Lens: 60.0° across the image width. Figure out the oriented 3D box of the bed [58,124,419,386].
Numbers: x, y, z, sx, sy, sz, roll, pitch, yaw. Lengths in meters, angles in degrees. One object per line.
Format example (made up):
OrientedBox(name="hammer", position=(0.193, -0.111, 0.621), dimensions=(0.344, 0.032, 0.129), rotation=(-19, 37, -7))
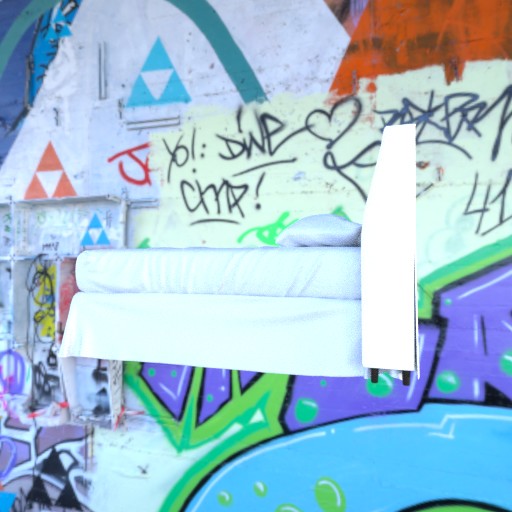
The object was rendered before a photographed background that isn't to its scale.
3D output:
OrientedBox(name="bed", position=(0.000, 0.000, 3.421), dimensions=(2.276, 1.332, 1.925), rotation=(0, -1, 18))
